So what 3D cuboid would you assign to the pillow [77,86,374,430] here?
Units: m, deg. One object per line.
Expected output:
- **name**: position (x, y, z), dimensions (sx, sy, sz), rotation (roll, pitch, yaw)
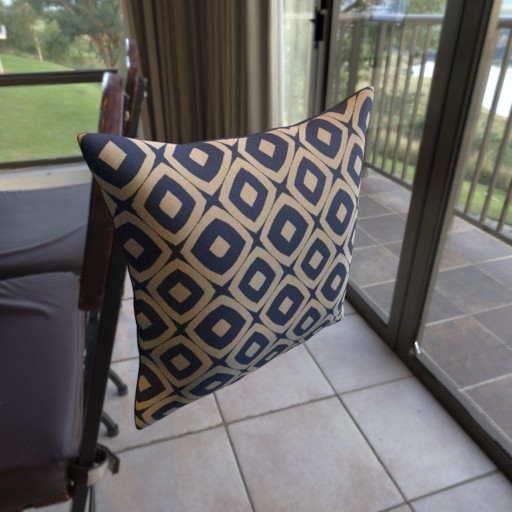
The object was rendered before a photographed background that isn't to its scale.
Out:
- **pillow**: position (0.000, 0.000, 0.749), dimensions (0.504, 0.494, 0.188), rotation (-21, 36, -32)
